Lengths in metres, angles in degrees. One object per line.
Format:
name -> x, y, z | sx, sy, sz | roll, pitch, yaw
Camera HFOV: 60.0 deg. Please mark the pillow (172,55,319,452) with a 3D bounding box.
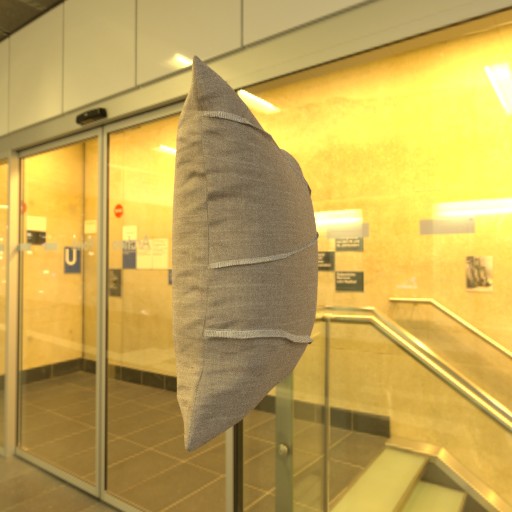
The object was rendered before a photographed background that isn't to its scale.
pillow -> 0.000, 0.000, 0.635 | 0.169, 0.400, 0.424 | 0, -1, 17
